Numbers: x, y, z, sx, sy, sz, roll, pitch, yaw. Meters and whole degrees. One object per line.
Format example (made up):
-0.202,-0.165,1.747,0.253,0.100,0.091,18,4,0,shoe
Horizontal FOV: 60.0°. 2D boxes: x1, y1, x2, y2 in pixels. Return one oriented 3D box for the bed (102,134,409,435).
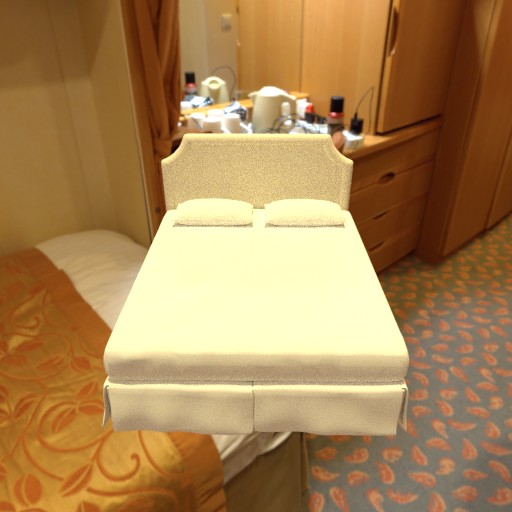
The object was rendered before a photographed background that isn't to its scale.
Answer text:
0.000,0.000,4.172,2.350,1.590,2.773,0,30,1,bed
